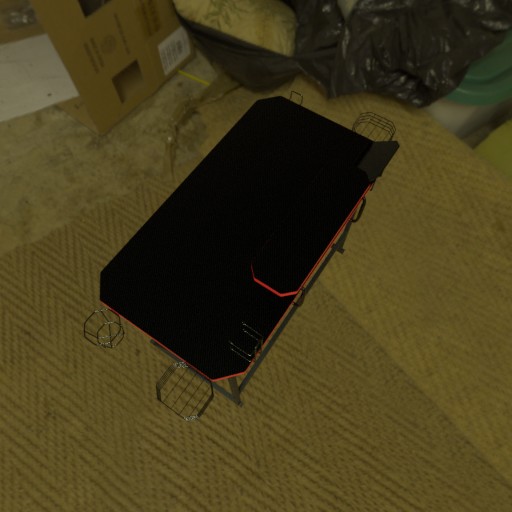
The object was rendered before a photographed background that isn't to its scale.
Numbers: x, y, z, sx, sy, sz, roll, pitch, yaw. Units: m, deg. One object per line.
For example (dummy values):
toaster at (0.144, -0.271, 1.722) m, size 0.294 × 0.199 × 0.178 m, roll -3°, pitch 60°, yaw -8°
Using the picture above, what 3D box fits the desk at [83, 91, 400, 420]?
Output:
desk at (0.000, 0.000, 1.751) m, size 0.588 × 0.913 × 1.280 m, roll 31°, pitch 68°, yaw 14°
